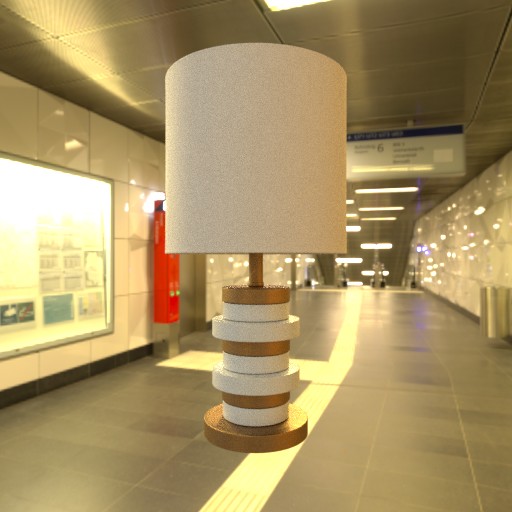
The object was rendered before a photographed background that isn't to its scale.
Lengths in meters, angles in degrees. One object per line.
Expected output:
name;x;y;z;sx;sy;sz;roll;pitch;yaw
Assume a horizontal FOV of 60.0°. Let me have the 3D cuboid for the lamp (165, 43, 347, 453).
lamp;0.000;0.000;0.521;0.210;0.410;0.210;0;0;1
